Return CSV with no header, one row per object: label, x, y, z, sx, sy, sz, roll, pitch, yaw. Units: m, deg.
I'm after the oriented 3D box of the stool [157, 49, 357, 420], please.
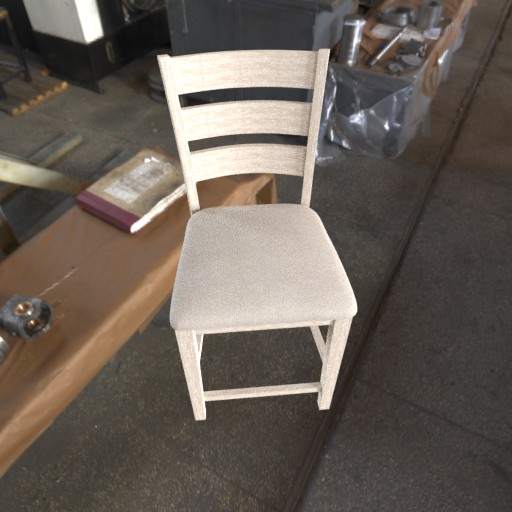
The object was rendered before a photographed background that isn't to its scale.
stool,0.000,0.000,1.346,0.484,1.032,0.569,-4,47,-3
